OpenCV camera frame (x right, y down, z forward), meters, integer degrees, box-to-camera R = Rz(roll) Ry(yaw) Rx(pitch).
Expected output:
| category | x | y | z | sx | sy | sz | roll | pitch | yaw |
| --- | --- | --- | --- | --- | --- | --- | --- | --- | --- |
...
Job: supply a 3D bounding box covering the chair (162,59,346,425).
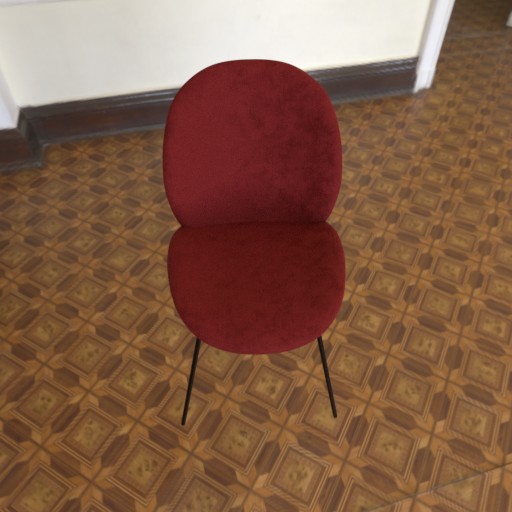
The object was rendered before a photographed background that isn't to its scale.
| category | x | y | z | sx | sy | sz | roll | pitch | yaw |
| --- | --- | --- | --- | --- | --- | --- | --- | --- | --- |
| chair | 0.000 | 0.000 | 1.165 | 0.458 | 0.791 | 0.587 | -2 | 46 | -2 |
